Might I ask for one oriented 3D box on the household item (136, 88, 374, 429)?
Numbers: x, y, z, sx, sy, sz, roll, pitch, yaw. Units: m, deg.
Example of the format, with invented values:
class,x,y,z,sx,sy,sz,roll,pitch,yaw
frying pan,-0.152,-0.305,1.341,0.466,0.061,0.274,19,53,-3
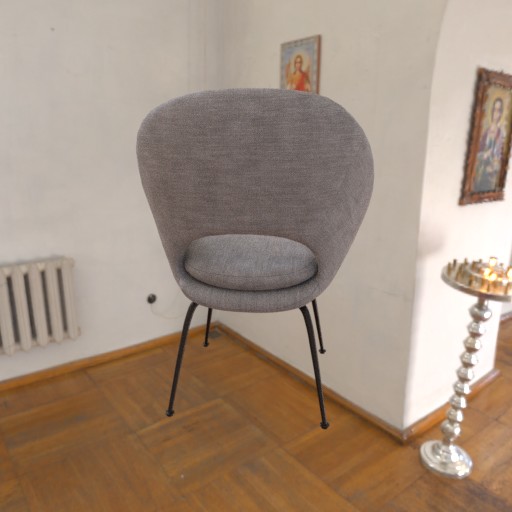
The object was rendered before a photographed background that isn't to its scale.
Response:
class,x,y,z,sx,sy,sz,roll,pitch,yaw
household item,0.000,0.000,1.295,0.643,0.869,0.587,2,15,7
